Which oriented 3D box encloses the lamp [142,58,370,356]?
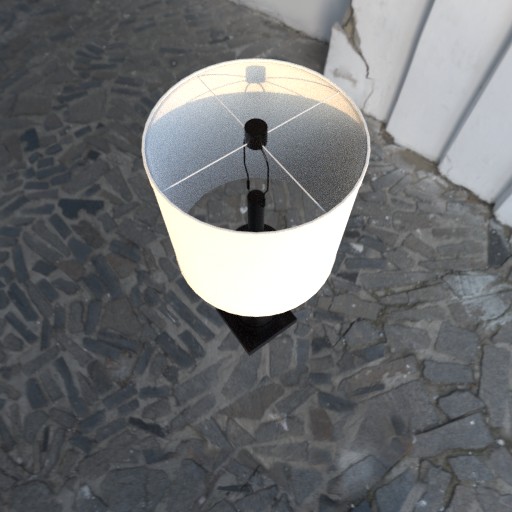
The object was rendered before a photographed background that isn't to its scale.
[{"bbox_3d":[0.000,0.000,0.624,0.211,0.509,0.211,-33,68,-16],"label":"lamp"}]
